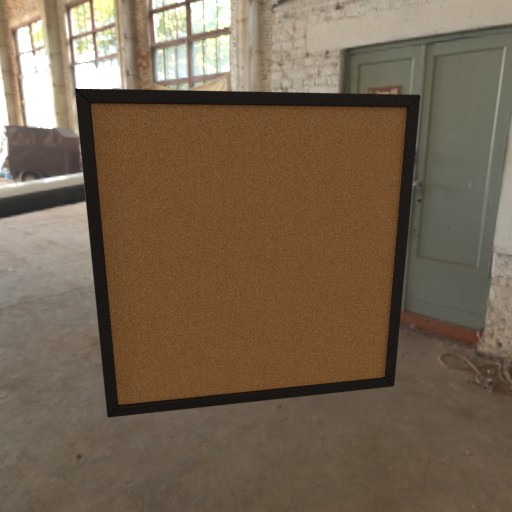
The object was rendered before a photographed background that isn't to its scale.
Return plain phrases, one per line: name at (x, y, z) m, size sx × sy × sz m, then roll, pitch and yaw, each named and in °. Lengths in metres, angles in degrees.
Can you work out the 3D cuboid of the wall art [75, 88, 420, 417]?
wall art at (0.000, 0.000, 0.441) m, size 0.305 × 0.305 × 0.037 m, roll -3°, pitch 15°, yaw -10°
